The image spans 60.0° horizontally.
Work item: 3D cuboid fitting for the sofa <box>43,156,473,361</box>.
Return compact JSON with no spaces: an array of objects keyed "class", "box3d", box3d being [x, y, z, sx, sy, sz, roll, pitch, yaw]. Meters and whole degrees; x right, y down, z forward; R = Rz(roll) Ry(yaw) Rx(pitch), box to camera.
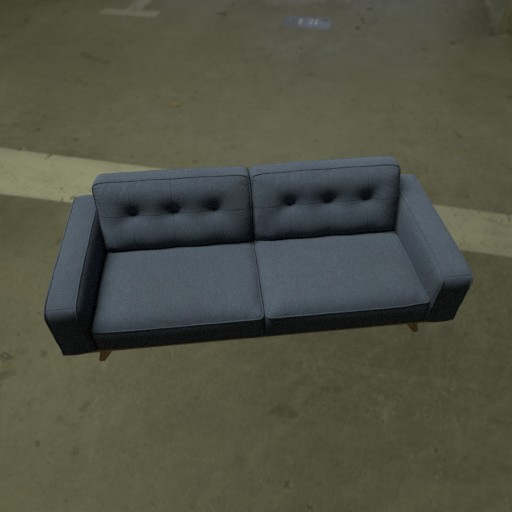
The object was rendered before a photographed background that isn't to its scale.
[{"class":"sofa","box3d":[0.000,0.000,2.713,2.270,0.782,0.953,-4,46,-4]}]
